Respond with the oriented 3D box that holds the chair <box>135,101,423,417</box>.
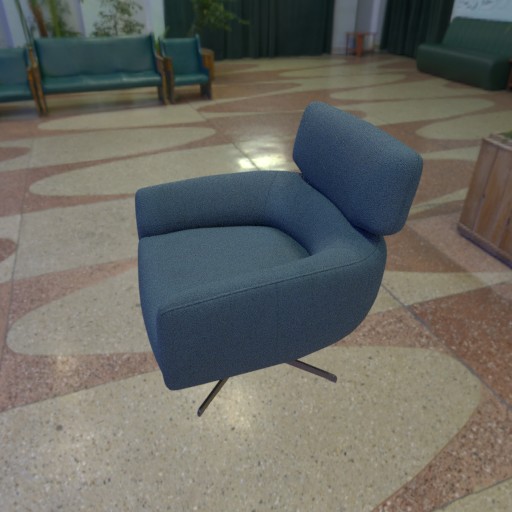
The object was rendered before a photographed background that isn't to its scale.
[{"bbox_3d":[0.000,0.000,1.433,0.761,0.813,0.738,-9,33,-15],"label":"chair"}]
